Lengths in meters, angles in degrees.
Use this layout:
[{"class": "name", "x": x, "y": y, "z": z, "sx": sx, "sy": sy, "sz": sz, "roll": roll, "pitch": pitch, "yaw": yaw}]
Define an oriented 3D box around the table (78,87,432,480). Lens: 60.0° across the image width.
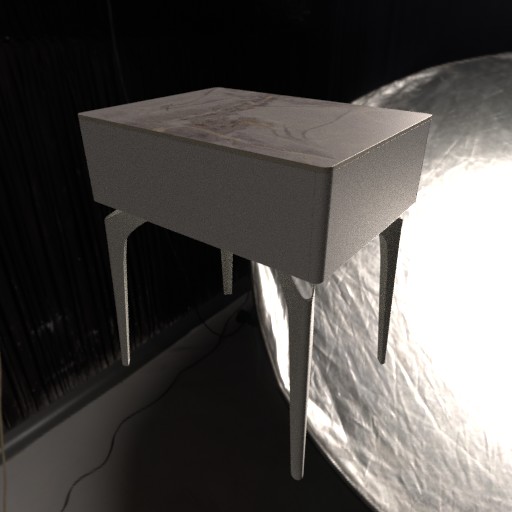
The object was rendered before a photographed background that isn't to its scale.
[{"class": "table", "x": 0.000, "y": 0.000, "z": 0.913, "sx": 0.500, "sy": 0.570, "sz": 0.400, "roll": 20, "pitch": 35, "yaw": 32}]
